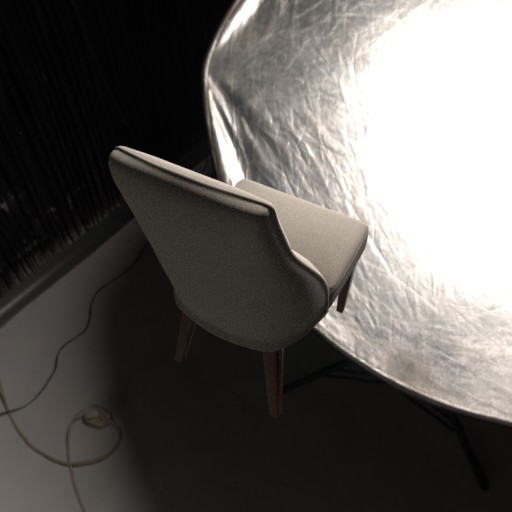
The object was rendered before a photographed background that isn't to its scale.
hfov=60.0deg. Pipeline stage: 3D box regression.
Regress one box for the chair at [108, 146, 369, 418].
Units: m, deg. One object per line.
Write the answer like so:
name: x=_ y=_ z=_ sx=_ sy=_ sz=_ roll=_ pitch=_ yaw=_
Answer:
chair: x=0.000 y=0.000 z=1.318 sx=0.500 sy=0.930 sz=0.620 roll=24 pitch=51 yaw=21
